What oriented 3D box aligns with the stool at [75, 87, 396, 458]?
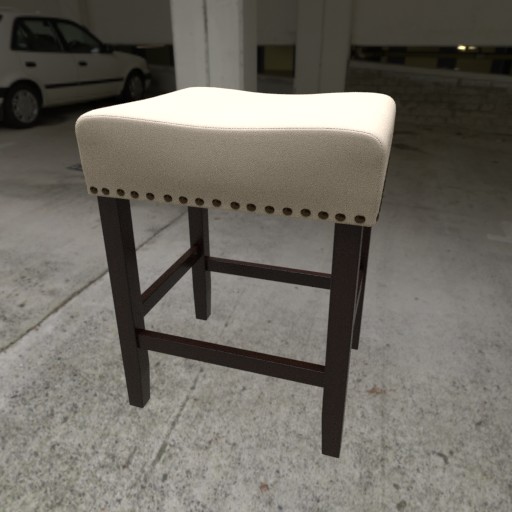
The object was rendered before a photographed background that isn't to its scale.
[{"bbox_3d":[0.000,0.000,0.909,0.471,0.609,0.401,8,27,16],"label":"stool"}]
